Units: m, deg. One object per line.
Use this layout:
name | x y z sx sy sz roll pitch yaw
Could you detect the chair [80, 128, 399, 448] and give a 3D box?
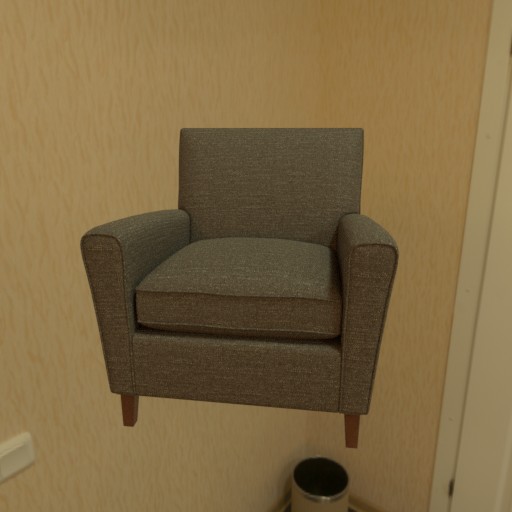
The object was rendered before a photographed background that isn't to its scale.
chair | 0.000 0.000 1.582 0.838 0.885 0.875 2 16 8
